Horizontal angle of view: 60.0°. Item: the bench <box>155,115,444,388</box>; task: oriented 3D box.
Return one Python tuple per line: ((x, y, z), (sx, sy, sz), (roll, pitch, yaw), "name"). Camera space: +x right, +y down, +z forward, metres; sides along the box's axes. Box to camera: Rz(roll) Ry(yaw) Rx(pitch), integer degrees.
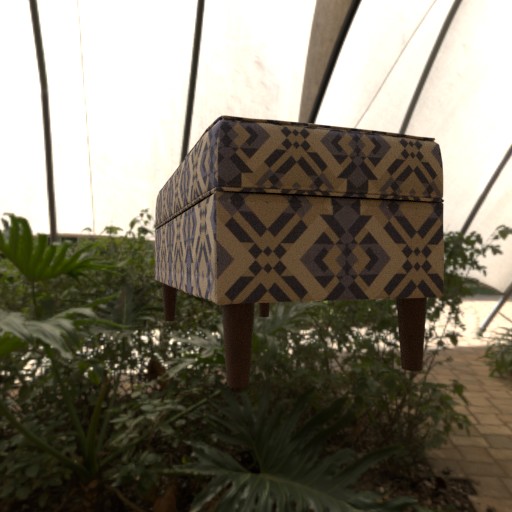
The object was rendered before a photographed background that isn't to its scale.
((0.000, 0.000, 1.295), (0.492, 0.477, 1.016), (0, -1, -19), "bench")
